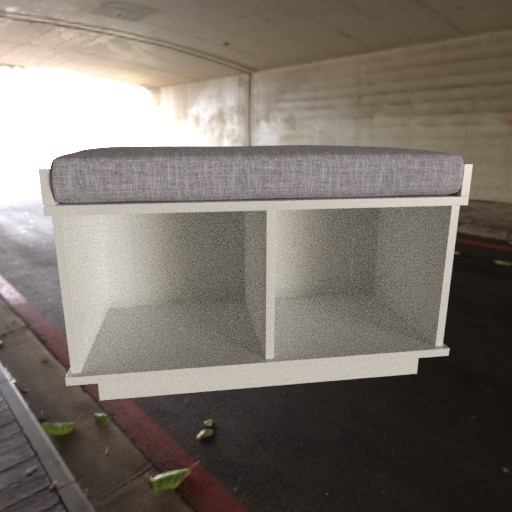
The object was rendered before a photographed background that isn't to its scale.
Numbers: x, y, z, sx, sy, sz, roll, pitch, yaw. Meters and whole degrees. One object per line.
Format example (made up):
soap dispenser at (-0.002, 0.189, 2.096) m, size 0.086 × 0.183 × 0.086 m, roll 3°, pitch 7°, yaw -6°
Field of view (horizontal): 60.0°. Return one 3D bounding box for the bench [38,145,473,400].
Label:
bench at (0.000, 0.000, 0.955) m, size 0.734 × 0.461 × 0.362 m, roll -2°, pitch 16°, yaw -8°
